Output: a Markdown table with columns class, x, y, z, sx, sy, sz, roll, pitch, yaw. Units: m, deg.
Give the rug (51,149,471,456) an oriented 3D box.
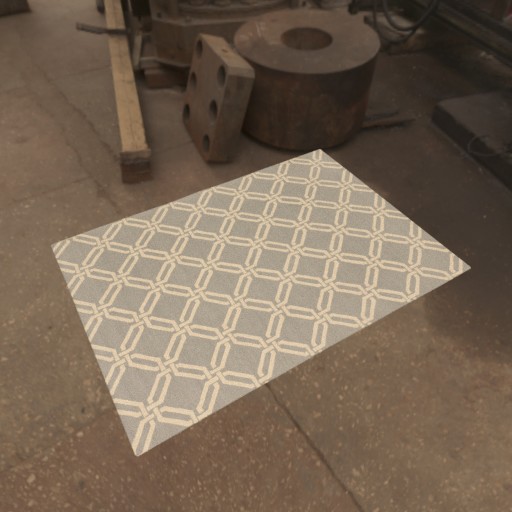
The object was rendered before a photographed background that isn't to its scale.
| class | x | y | z | sx | sy | sz | roll | pitch | yaw |
| --- | --- | --- | --- | --- | --- | --- | --- | --- | --- |
| rug | 0.000 | 0.000 | 2.743 | 2.133 | 0.013 | 1.522 | -24 | 50 | -21 |
